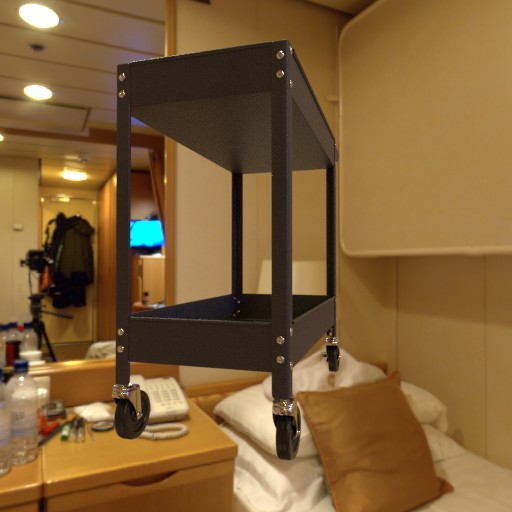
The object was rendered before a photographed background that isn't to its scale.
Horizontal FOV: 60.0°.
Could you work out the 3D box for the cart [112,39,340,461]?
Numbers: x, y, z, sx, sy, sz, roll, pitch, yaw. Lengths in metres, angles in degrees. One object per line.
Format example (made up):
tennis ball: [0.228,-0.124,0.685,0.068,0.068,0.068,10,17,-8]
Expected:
cart: [0.000,0.000,1.151,0.366,0.719,0.779,0,-1,17]
